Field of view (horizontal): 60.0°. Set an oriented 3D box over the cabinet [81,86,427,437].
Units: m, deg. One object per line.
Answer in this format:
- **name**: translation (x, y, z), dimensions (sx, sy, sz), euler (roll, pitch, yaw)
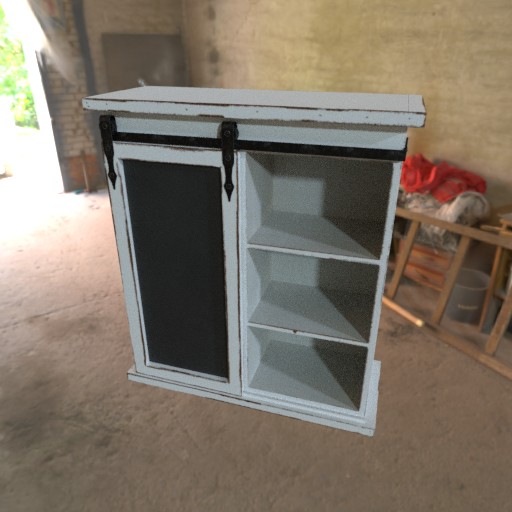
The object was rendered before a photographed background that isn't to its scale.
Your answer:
- **cabinet**: translation (0.000, 0.000, 0.884), dimensions (0.541, 0.603, 0.210), euler (8, 27, 15)
